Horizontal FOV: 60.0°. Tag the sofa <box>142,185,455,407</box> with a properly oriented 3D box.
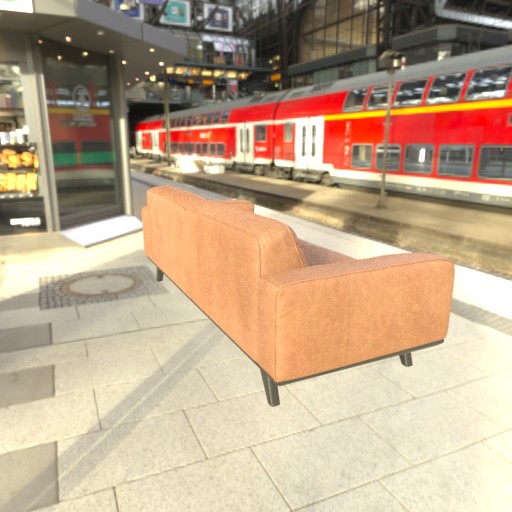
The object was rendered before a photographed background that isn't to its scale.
[{"bbox_3d":[0.000,0.000,2.826,0.953,0.780,2.270,-7,16,-26],"label":"sofa"}]
